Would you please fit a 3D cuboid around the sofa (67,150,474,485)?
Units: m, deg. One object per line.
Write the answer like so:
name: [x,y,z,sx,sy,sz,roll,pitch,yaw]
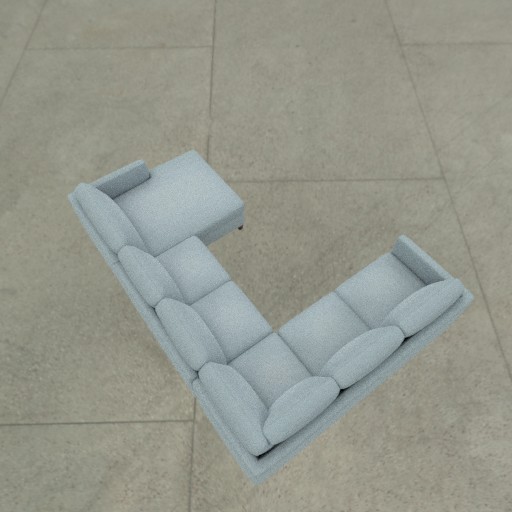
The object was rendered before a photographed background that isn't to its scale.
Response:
sofa: [0.000,0.000,4.580,2.551,0.889,3.403,-32,63,-19]
